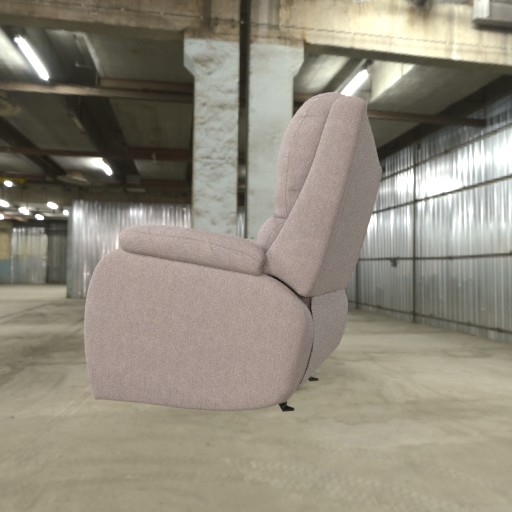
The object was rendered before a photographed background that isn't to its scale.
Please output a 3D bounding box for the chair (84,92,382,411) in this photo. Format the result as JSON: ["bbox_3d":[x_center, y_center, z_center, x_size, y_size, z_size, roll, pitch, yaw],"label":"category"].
[{"bbox_3d":[0.000,0.000,1.700,0.899,1.011,0.930,-1,-2,19],"label":"chair"}]
